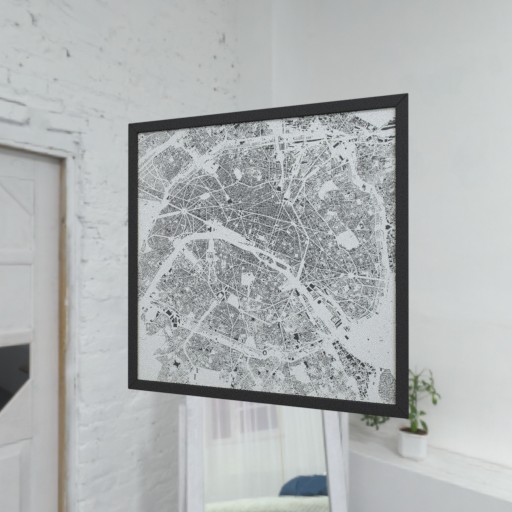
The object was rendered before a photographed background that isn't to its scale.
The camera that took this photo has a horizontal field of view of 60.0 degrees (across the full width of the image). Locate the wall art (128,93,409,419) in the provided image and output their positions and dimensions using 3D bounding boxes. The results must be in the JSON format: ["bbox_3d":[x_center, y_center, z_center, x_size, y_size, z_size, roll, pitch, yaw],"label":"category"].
[{"bbox_3d":[0.000,0.000,1.172,0.763,0.763,0.037,0,0,18],"label":"wall art"}]
